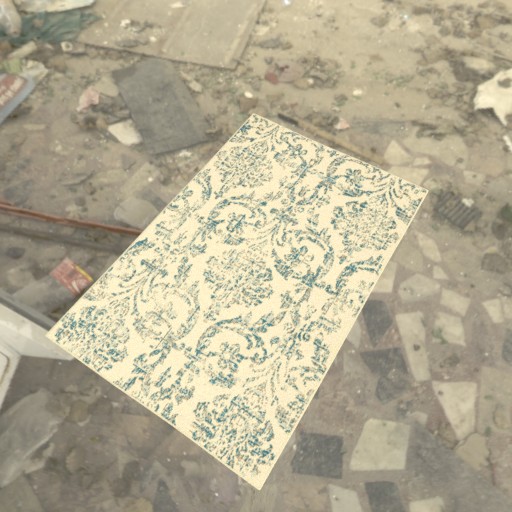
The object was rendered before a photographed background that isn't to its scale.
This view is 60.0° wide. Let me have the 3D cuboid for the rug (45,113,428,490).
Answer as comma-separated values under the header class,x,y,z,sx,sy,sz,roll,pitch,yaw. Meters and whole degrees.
class,x,y,z,sx,sy,sz,roll,pitch,yaw
rug,0.000,0.000,2.341,1.213,0.012,1.831,29,63,16
